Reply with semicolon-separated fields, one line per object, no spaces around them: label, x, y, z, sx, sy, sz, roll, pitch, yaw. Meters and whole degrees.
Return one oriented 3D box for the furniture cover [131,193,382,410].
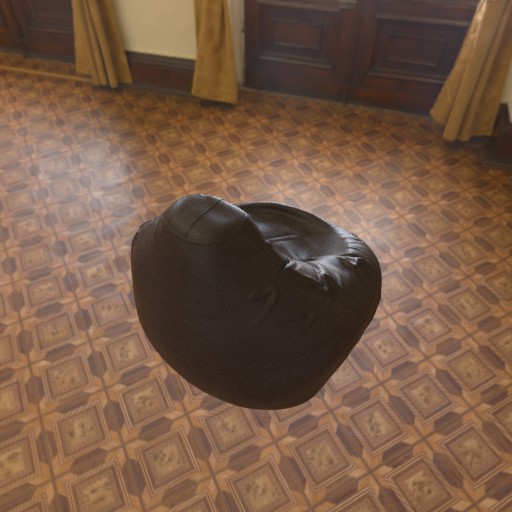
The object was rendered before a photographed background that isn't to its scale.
furniture cover;0.000;0.000;1.921;1.070;0.990;1.070;23;51;20
